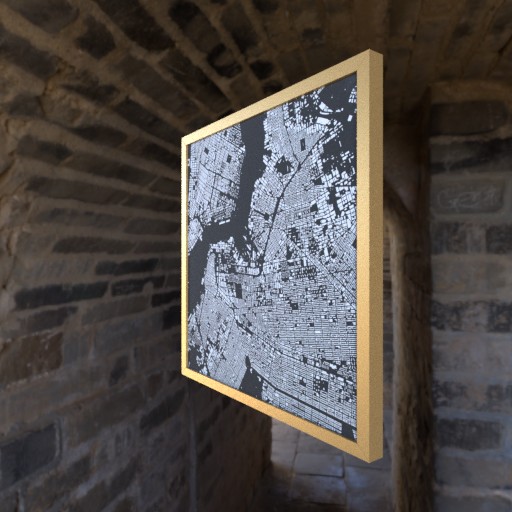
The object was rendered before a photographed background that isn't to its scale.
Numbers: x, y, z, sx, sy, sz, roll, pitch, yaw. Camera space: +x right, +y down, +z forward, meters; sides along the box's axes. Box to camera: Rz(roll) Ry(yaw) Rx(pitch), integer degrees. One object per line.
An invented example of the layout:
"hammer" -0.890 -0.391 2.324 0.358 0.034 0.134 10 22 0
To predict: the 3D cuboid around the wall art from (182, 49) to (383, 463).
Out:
"wall art" 0.000 0.000 2.871 0.099 1.926 1.926 0 0 -36
